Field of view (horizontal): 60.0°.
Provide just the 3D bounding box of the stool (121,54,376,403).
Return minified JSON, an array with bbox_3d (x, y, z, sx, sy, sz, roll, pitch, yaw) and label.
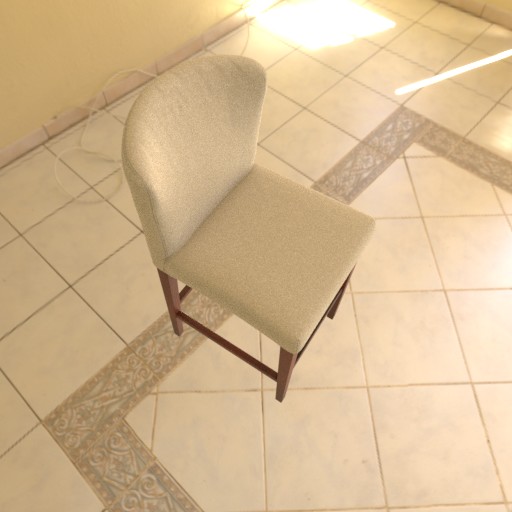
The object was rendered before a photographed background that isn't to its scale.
[{"bbox_3d":[0.000,0.000,1.393,0.568,1.069,0.479,29,63,17],"label":"stool"}]
